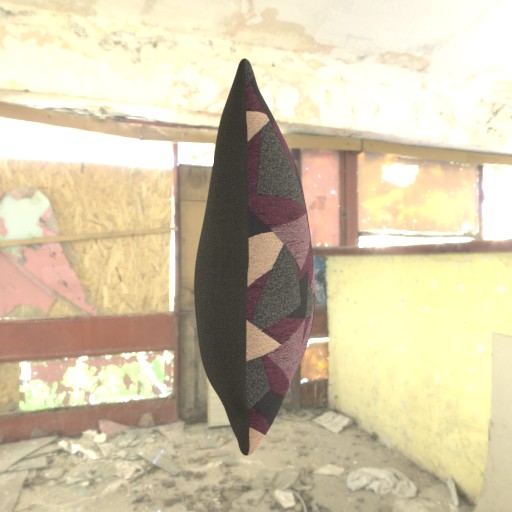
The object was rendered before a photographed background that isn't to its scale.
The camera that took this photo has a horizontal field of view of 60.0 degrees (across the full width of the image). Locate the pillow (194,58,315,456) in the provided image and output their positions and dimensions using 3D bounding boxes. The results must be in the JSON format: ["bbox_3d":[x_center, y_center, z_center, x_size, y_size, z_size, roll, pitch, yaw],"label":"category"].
[{"bbox_3d":[0.000,0.000,0.790,0.208,0.496,0.503,0,0,1],"label":"pillow"}]
